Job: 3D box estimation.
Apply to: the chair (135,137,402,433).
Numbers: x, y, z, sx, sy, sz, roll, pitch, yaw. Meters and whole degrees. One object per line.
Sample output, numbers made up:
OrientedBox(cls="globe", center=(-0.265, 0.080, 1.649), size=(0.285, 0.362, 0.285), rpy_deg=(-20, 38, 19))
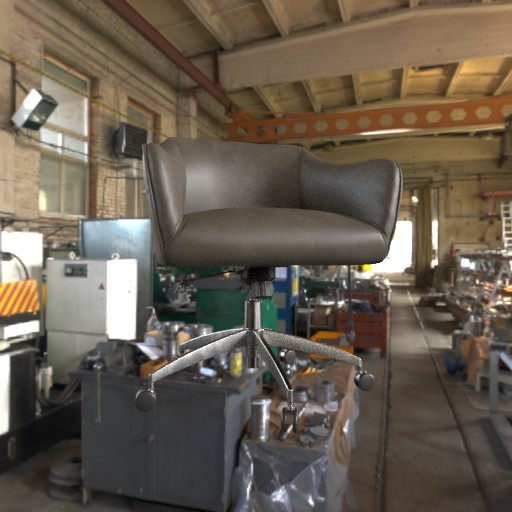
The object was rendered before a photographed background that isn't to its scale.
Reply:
OrientedBox(cls="chair", center=(0.000, 0.000, 1.347), size=(0.713, 0.827, 0.689), rpy_deg=(0, 0, -16))
